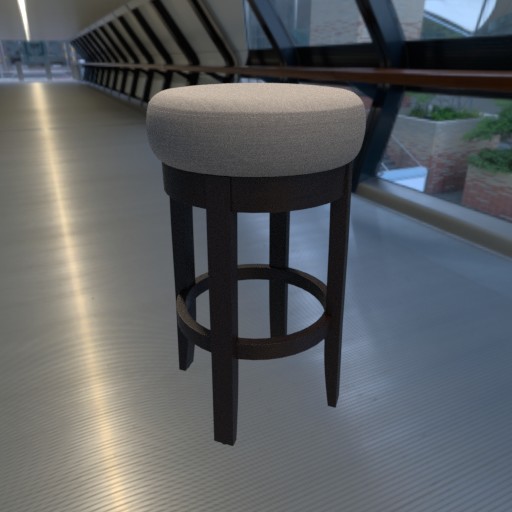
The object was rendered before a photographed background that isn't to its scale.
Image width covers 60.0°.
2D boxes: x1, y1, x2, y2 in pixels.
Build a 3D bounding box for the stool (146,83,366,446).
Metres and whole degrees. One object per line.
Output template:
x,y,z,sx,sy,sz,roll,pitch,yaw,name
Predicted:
0.000,0.000,1.043,0.443,0.757,0.443,0,25,0,stool
